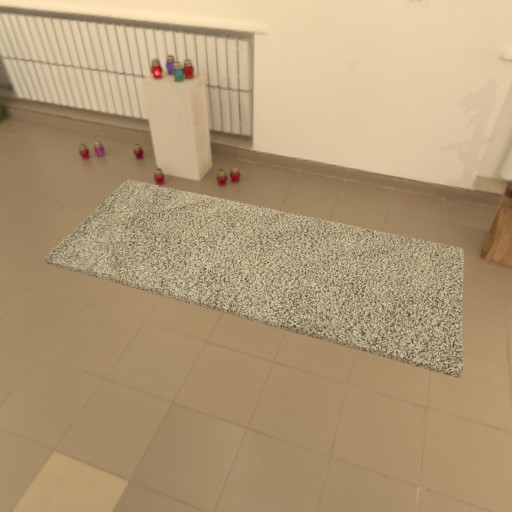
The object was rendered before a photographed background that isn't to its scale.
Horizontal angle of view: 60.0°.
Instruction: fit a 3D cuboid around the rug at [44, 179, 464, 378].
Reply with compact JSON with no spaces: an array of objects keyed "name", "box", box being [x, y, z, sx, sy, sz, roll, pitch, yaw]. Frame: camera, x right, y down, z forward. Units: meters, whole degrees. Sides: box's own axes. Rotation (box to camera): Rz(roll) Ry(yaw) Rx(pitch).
[{"name":"rug","box":[0.000,0.000,1.727,1.524,0.030,0.609,13,44,14]}]
